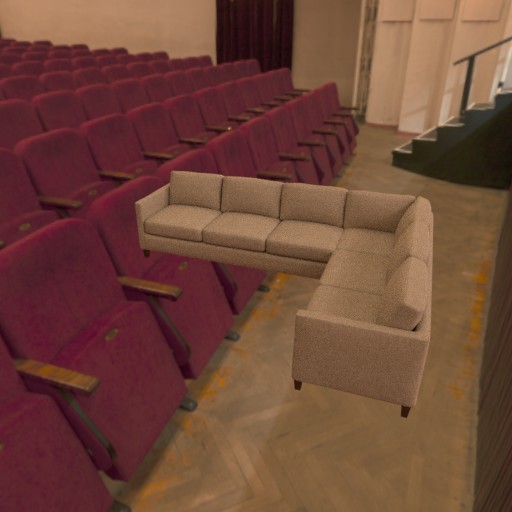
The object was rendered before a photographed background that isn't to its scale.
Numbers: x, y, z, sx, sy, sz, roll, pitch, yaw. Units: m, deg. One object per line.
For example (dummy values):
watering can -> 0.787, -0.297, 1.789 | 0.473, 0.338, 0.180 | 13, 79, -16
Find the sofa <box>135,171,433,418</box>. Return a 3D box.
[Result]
sofa -> 0.000, 0.000, 4.523 | 3.333, 0.934, 2.522 | 9, 29, 18
